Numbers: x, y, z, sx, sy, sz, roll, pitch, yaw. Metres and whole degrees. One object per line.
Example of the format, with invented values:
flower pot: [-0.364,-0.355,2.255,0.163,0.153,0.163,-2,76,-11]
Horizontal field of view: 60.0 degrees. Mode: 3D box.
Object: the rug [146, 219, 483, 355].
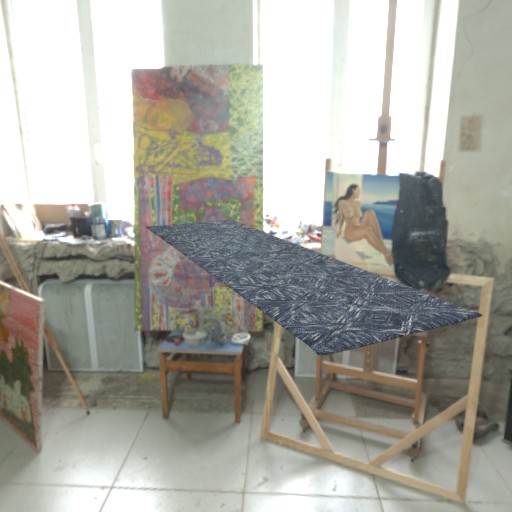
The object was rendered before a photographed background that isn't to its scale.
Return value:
rug: [0.000,0.000,2.454,0.719,0.013,2.306,-7,16,-26]
